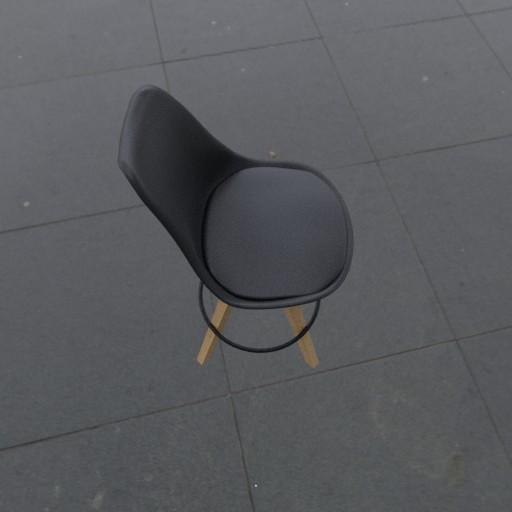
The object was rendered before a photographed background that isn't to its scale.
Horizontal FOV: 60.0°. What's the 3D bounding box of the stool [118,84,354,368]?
[{"bbox_3d":[0.000,0.000,1.386,0.550,1.115,0.485,2,63,1],"label":"stool"}]
